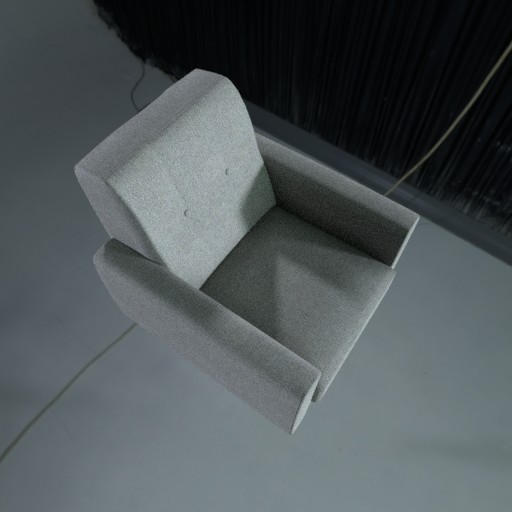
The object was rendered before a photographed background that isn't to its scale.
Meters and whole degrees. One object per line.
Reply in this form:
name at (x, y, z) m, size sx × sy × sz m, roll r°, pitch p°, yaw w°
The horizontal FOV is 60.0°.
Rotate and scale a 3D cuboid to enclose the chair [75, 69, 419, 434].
chair at (0.000, 0.000, 1.692) m, size 0.942 × 0.968 × 0.845 m, roll 31°, pitch 63°, yaw 18°
